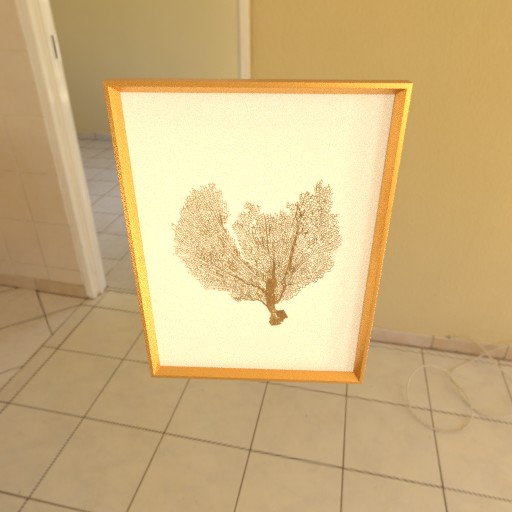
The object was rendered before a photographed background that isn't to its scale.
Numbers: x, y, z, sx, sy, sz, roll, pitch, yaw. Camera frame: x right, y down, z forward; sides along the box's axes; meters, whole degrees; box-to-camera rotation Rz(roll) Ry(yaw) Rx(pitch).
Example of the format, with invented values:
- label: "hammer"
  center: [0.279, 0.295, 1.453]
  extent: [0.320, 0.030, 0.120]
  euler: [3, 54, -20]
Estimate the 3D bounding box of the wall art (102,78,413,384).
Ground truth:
- label: "wall art"
  center: [0.000, 0.000, 1.089]
  extent: [0.610, 0.812, 0.038]
  euler: [1, 30, 2]
